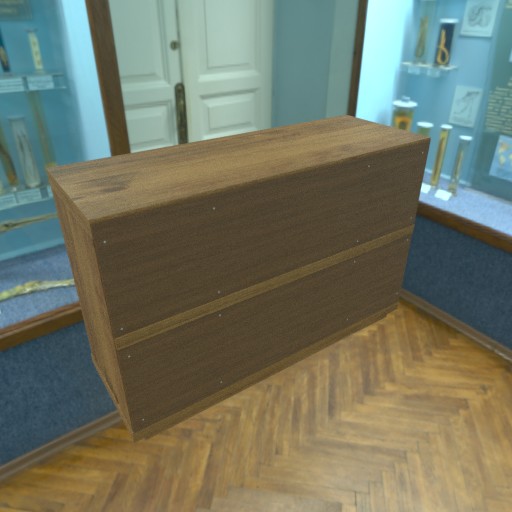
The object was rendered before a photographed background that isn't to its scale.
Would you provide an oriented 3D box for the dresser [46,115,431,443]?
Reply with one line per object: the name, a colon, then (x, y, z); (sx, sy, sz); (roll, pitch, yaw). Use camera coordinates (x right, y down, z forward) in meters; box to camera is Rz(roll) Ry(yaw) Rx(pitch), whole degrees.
dresser: (0.000, 0.000, 1.706); (1.261, 0.825, 0.479); (-19, 35, -29)
